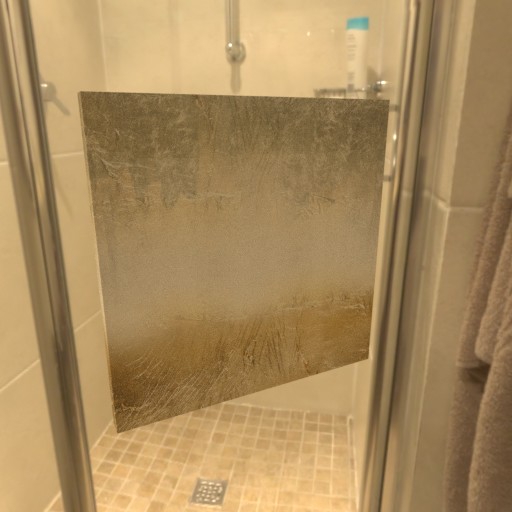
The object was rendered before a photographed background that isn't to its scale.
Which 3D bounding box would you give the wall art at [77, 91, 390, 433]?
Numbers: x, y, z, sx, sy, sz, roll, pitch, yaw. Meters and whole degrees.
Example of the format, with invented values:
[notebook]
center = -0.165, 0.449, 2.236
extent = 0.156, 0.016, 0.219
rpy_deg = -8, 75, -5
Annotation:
[wall art]
center = 0.000, 0.000, 0.900
extent = 0.610, 0.610, 0.038
rpy_deg = -8, 19, -26
